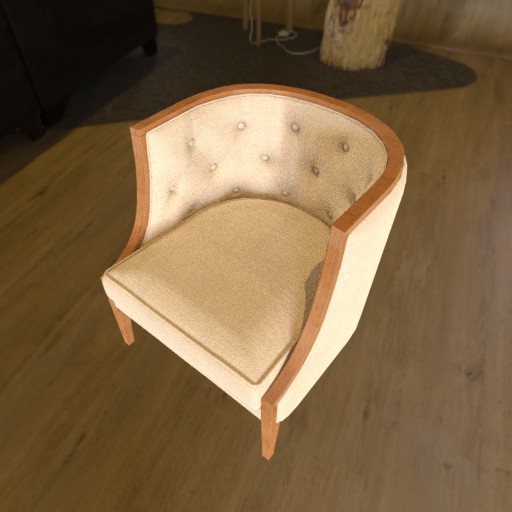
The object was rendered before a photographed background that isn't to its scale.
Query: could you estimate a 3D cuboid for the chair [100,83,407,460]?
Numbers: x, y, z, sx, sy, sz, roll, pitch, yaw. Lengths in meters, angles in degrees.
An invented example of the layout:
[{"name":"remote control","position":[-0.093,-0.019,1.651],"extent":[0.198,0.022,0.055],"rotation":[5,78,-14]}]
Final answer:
[{"name":"chair","position":[0.000,0.000,1.407],"extent":[0.711,0.775,0.757],"rotation":[30,53,26]}]
